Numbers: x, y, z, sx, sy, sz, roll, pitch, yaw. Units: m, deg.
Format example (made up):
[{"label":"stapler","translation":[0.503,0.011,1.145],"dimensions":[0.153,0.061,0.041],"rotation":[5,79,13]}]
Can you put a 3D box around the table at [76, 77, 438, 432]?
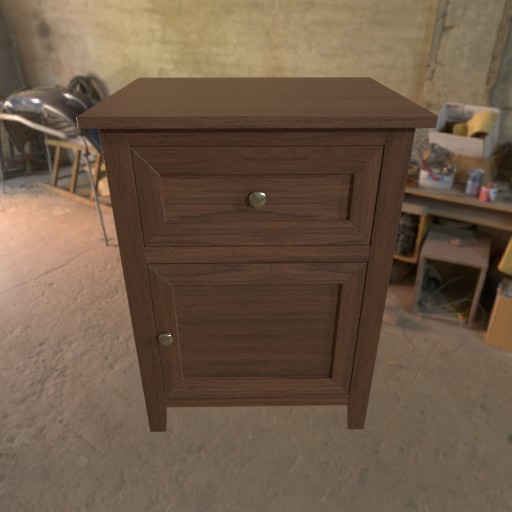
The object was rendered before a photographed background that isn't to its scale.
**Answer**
[{"label":"table","translation":[0.000,0.000,0.908],"dimensions":[0.480,0.636,0.381],"rotation":[0,29,-1]}]
